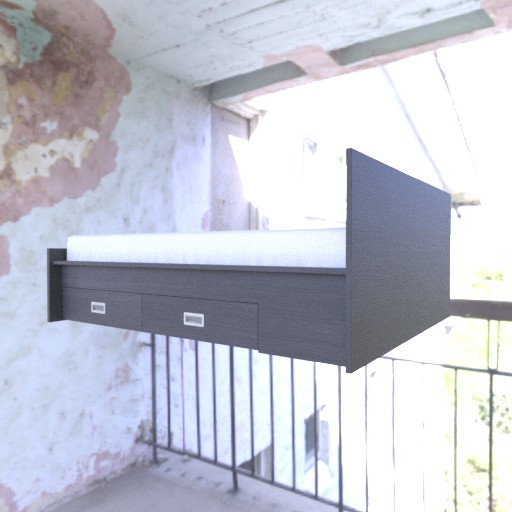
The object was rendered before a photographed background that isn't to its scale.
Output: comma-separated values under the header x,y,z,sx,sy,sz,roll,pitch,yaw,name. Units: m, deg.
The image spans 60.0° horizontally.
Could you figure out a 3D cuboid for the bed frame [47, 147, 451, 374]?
x,y,z,sx,sy,sz,roll,pitch,yaw,name
0.000,0.000,2.789,1.960,0.800,1.622,1,1,35,bed frame
